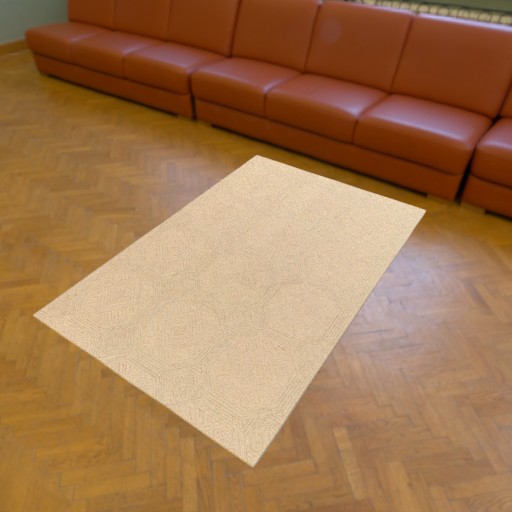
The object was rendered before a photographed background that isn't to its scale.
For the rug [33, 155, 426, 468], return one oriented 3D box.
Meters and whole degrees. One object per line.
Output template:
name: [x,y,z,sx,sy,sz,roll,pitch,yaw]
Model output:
rug: [0.000,0.000,2.345,1.236,0.009,1.839,24,46,25]
